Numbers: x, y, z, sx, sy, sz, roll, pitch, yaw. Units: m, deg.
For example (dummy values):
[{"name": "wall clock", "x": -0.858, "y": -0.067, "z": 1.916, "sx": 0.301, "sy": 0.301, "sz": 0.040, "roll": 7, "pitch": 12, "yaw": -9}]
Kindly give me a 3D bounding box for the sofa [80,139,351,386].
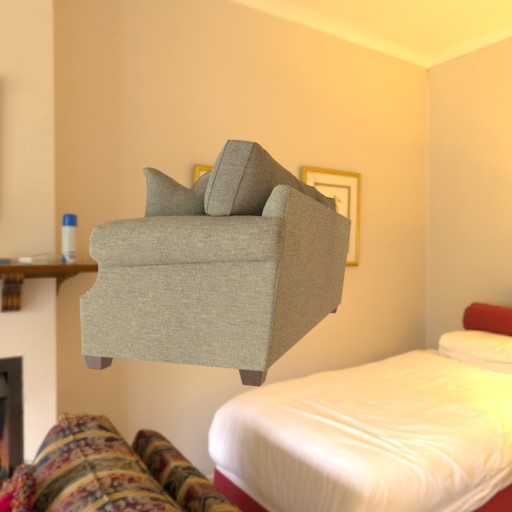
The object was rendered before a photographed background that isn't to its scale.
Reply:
[{"name": "sofa", "x": 0.000, "y": 0.000, "z": 2.822, "sx": 0.965, "sy": 0.975, "sz": 2.312, "roll": 0, "pitch": 1, "yaw": 18}]
